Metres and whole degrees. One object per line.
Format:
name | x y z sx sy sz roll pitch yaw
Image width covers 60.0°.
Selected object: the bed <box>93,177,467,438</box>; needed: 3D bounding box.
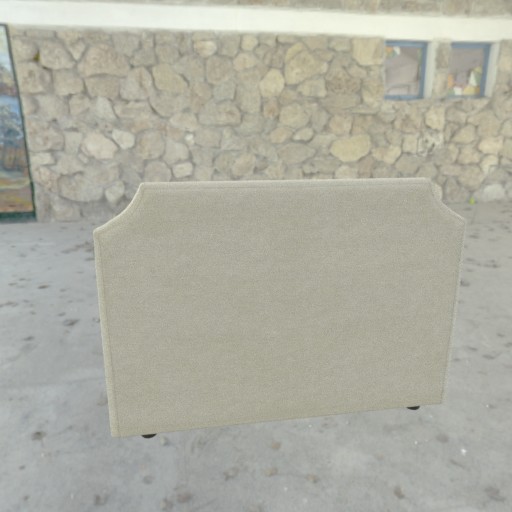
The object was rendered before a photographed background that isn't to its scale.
bed | 0.000 0.000 3.208 1.828 1.297 2.164 -3 16 -9
